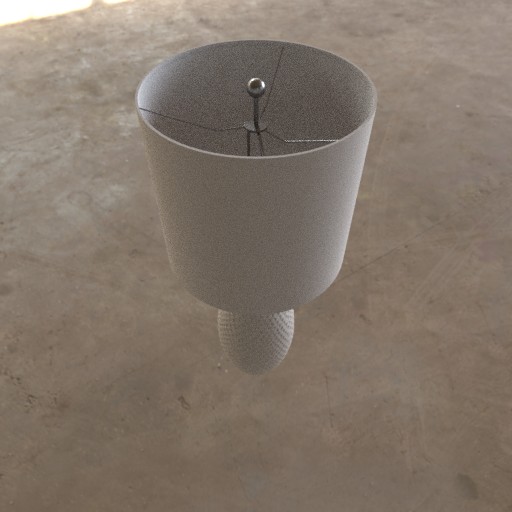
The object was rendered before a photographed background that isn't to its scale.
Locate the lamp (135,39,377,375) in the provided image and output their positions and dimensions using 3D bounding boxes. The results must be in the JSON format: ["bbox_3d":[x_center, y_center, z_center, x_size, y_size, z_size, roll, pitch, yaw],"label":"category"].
[{"bbox_3d":[0.000,0.000,0.565,0.214,0.466,0.214,-10,49,-9],"label":"lamp"}]
